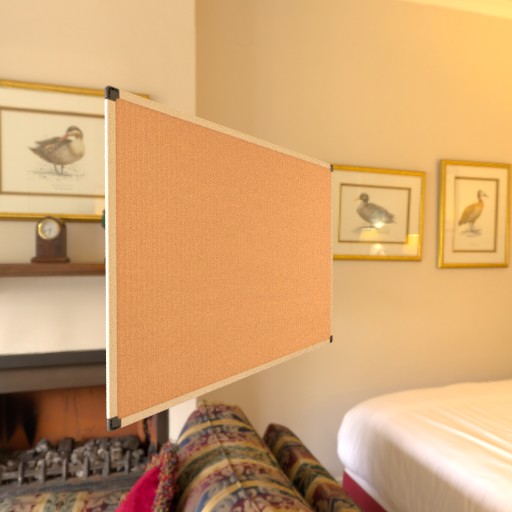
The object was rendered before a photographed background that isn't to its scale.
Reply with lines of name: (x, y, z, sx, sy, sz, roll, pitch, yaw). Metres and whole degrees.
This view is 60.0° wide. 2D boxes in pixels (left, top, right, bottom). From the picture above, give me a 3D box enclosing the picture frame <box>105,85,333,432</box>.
picture frame: (0.000, 0.000, 1.132, 0.010, 0.600, 0.900, 1, 1, 35)
